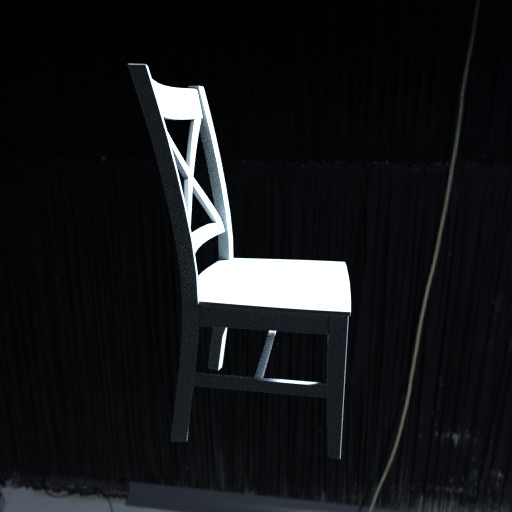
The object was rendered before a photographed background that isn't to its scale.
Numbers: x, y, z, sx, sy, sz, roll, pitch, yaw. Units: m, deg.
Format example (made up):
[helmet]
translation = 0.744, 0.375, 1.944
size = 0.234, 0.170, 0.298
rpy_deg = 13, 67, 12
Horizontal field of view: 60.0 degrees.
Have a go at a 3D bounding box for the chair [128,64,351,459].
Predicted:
[chair]
translation = 0.000, 0.000, 1.296
size = 0.542, 0.983, 0.485
rpy_deg = 2, 15, 9
